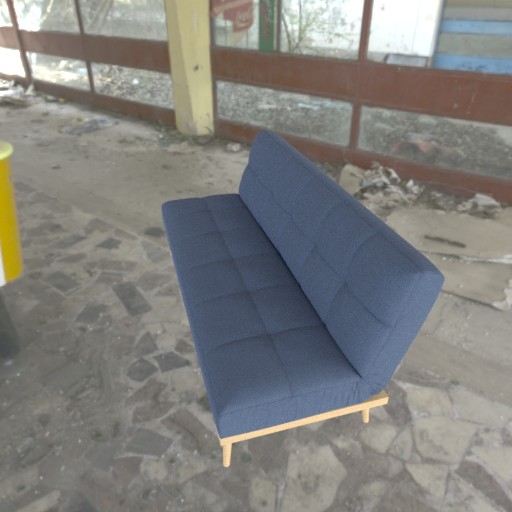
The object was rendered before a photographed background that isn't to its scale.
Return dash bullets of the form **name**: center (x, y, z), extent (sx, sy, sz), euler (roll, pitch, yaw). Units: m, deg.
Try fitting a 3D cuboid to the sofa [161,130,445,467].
- **sofa**: center (0.000, 0.000, 2.265), extent (0.796, 0.800, 1.800), euler (-9, 32, -14)
